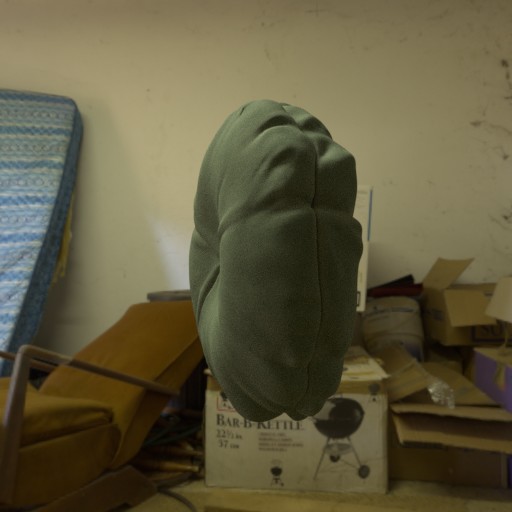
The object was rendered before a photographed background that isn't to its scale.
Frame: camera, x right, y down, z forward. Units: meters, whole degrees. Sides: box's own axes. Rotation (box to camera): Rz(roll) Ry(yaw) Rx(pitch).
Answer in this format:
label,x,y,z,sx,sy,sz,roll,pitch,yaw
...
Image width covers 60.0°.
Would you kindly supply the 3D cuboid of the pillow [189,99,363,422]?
label,x,y,z,sx,sy,sz,roll,pitch,yaw
pillow,0.000,0.000,0.614,0.148,0.407,0.428,0,-1,-18
